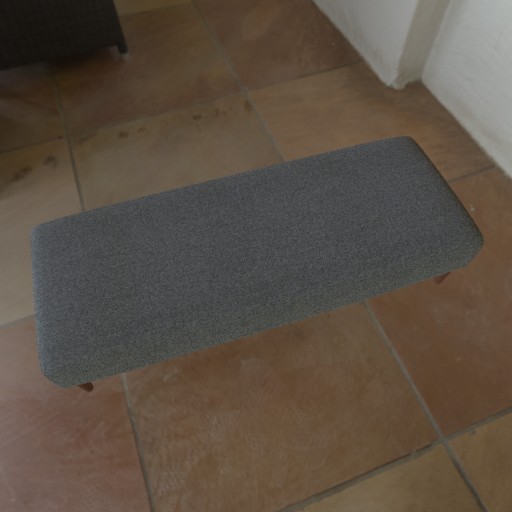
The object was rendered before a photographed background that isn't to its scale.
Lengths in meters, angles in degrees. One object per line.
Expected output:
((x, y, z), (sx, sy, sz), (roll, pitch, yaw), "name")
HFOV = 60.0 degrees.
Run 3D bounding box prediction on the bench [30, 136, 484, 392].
((0.000, 0.000, 1.775), (1.598, 0.384, 0.631), (-15, 59, -9), "bench")
